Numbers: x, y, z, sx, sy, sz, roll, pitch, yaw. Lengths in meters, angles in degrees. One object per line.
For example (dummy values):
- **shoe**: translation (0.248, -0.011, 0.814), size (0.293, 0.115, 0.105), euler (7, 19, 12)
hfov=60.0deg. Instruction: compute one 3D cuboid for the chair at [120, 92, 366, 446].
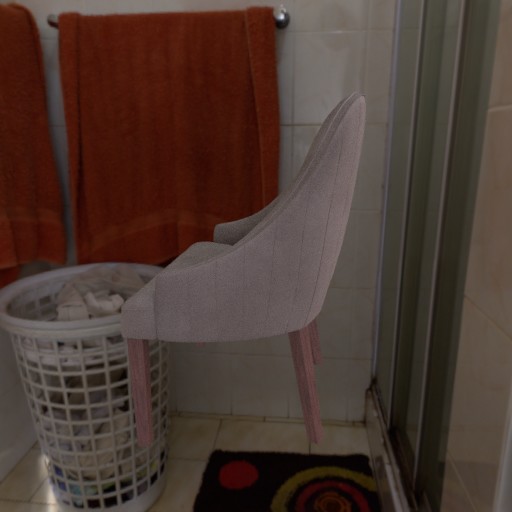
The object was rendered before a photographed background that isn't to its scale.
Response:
- **chair**: translation (0.000, 0.000, 1.296), size (0.575, 0.889, 0.643), euler (2, 15, 8)
